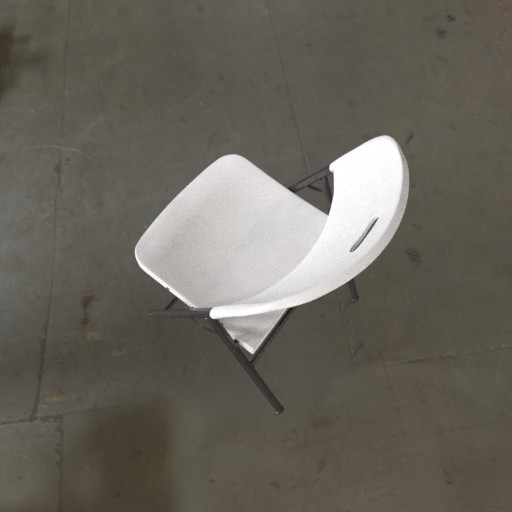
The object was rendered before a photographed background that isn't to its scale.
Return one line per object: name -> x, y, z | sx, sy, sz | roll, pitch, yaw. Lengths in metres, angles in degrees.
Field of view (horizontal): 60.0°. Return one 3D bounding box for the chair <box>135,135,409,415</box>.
chair -> 0.000, 0.000, 1.184 | 0.566, 0.810, 0.494 | 33, 68, 15
